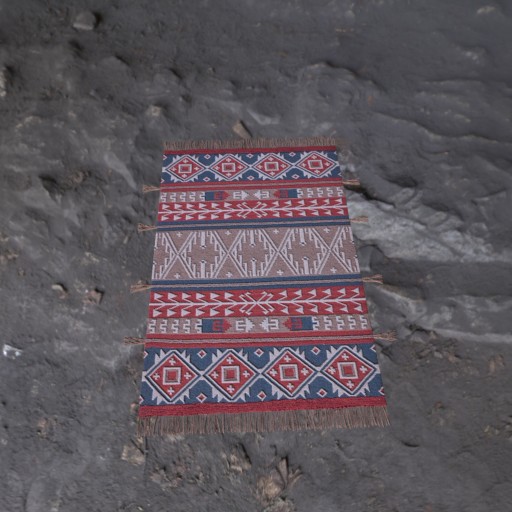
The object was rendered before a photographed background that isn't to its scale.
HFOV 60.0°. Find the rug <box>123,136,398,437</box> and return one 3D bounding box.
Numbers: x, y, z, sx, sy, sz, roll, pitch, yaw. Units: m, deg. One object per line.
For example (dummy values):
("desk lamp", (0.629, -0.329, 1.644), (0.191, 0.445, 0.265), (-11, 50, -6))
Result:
("rug", (0.000, 0.000, 2.667), (1.469, 0.040, 2.025), (-2, 57, -1))
